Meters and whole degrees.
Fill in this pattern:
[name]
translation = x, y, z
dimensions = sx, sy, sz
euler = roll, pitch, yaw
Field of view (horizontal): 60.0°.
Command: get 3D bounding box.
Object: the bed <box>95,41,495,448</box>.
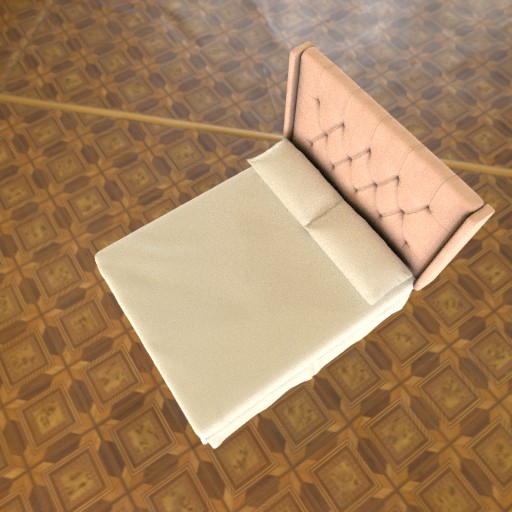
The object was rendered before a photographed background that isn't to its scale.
[bed]
translation = 0.000, 0.000, 3.242
dimensions = 2.066, 1.665, 1.719
euler = -32, 68, -15
